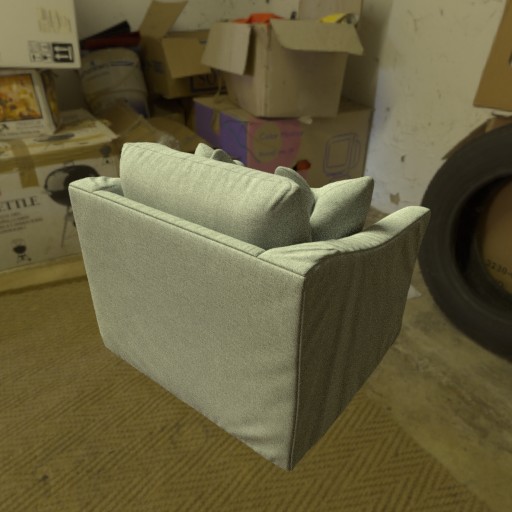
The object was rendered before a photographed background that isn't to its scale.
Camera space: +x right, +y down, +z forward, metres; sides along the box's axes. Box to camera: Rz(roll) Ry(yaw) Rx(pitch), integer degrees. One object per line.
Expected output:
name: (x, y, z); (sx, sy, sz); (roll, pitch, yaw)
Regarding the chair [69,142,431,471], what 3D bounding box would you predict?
chair: (0.000, 0.000, 2.039); (1.194, 1.059, 1.071); (21, 35, 33)
